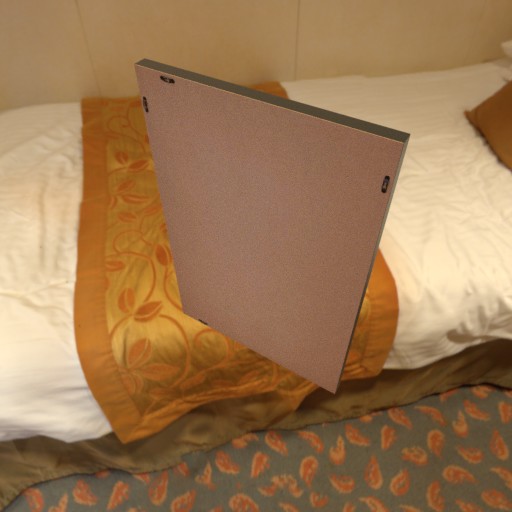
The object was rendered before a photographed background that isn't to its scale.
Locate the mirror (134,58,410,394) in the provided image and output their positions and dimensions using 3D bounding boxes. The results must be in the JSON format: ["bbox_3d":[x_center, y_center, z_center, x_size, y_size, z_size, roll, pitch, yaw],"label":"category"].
[{"bbox_3d":[0.000,0.000,1.202,0.609,0.915,0.040,24,51,21],"label":"mirror"}]
